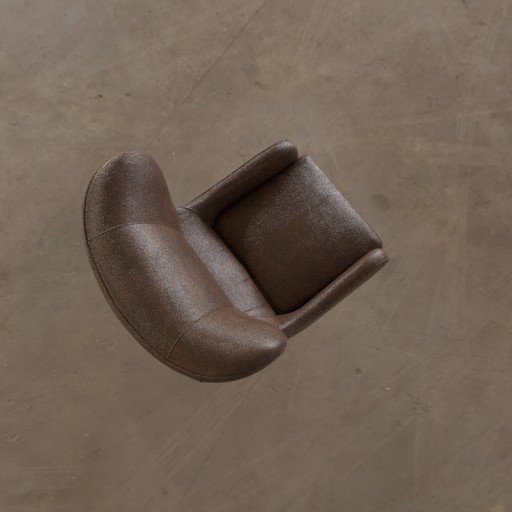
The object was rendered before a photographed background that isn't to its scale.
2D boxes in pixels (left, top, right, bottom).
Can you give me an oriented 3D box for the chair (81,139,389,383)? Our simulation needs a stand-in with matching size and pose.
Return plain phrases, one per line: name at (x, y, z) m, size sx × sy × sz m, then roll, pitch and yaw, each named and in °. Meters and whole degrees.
chair at (0.000, 0.000, 1.642) m, size 0.914 × 1.048 × 0.692 m, roll -35°, pitch 77°, yaw -9°
